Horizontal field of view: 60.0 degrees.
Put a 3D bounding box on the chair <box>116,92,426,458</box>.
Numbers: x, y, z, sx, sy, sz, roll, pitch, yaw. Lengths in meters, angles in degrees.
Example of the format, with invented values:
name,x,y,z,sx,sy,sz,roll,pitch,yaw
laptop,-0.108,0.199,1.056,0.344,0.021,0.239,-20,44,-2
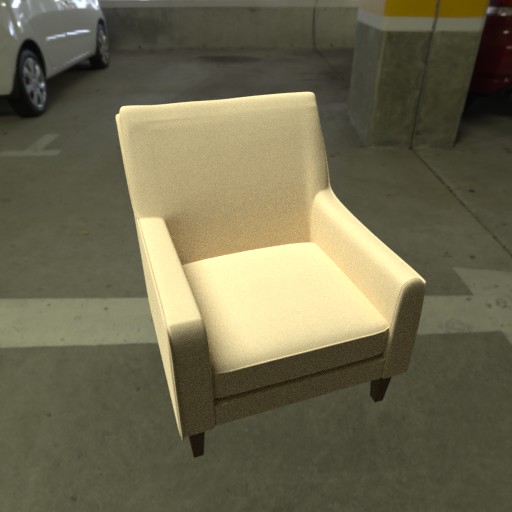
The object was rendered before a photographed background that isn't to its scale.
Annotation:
name,x,y,z,sx,sy,sz,roll,pitch,yaw
chair,0.000,0.000,1.584,0.780,0.919,0.899,-10,33,-16
